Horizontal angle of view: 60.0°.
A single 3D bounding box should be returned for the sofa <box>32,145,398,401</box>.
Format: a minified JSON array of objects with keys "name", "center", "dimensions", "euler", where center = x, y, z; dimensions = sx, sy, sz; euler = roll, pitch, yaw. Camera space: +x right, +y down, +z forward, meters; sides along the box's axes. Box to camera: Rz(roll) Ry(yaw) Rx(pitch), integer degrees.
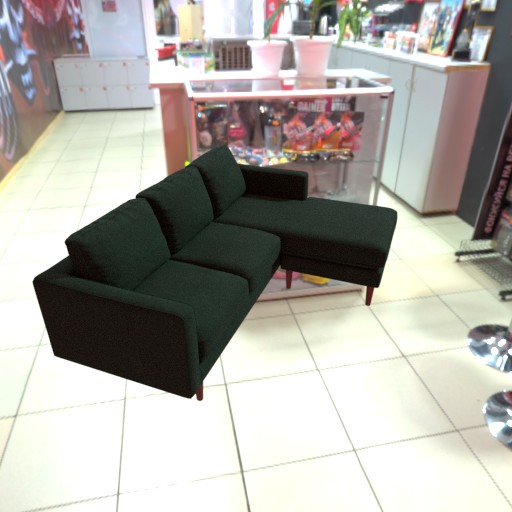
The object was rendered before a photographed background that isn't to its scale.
[{"name":"sofa","center":[0.000,0.000,2.855],"dimensions":[1.580,0.899,2.030],"euler":[11,32,18]}]
